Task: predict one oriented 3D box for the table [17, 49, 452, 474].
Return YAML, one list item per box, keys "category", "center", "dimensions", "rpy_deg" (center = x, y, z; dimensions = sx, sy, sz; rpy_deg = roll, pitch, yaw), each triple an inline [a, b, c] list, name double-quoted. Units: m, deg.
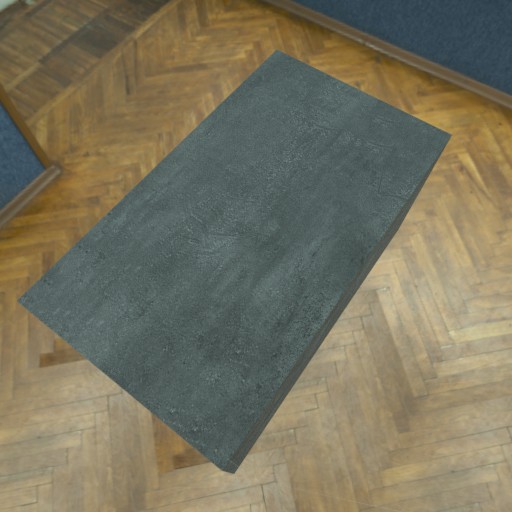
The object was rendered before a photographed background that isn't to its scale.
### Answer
- category: "table"
  center: [0.000, 0.000, 0.911]
  dimensions: [0.400, 0.350, 0.700]
  rpy_deg: [33, 68, 15]
